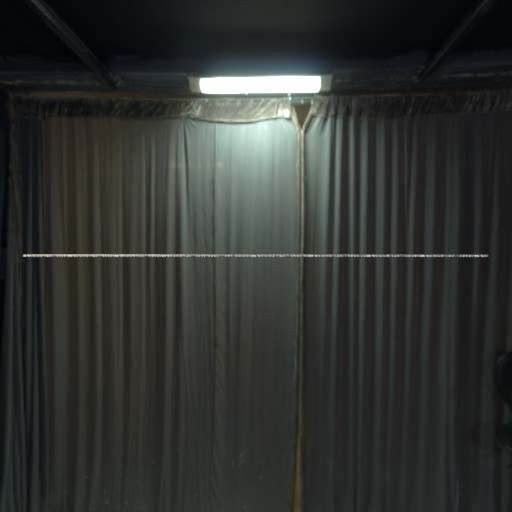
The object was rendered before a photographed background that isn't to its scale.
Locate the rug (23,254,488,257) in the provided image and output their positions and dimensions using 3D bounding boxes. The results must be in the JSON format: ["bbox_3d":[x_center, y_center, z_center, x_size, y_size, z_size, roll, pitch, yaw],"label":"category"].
[{"bbox_3d":[0.000,0.000,3.933,2.932,0.015,2.315,0,0,0],"label":"rug"}]
